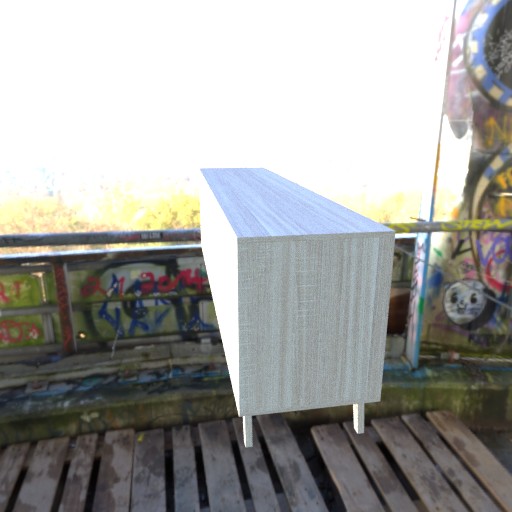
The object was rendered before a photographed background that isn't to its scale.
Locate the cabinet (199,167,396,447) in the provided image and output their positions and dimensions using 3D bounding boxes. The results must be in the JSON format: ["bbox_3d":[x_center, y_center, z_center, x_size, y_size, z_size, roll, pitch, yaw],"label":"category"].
[{"bbox_3d":[0.000,0.000,2.491,0.500,0.780,2.200,-3,17,-10],"label":"cabinet"}]
